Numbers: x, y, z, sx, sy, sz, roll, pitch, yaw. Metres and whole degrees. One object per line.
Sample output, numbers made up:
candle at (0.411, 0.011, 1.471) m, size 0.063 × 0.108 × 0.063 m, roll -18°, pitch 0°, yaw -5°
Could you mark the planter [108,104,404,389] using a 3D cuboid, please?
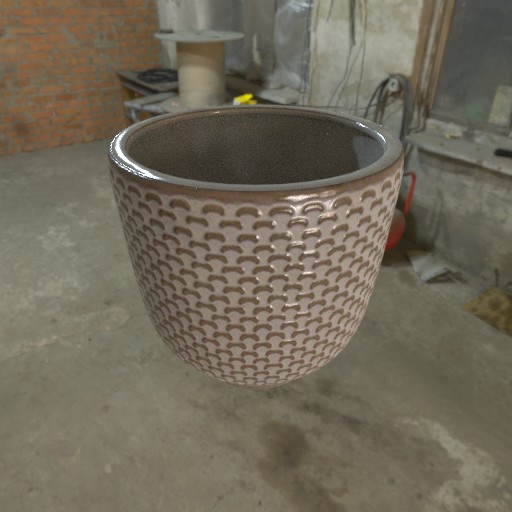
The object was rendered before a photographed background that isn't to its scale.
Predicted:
planter at (0.000, 0.000, 0.350) m, size 0.197 × 0.191 × 0.197 m, roll 0°, pitch 31°, yaw 0°
